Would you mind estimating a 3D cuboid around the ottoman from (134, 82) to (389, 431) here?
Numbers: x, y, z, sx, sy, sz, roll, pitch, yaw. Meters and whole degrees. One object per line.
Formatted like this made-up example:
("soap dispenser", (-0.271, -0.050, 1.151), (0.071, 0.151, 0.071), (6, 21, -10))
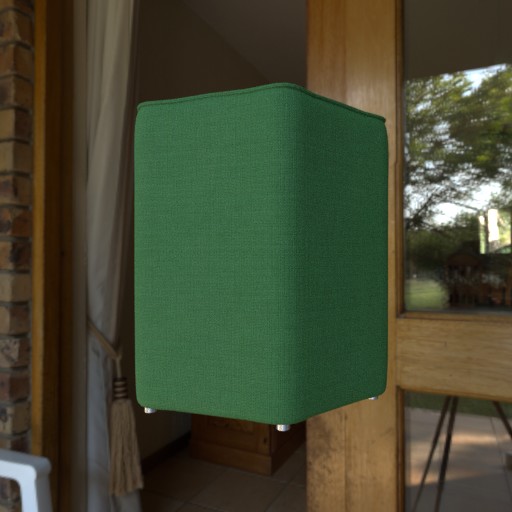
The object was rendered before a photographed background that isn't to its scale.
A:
("ottoman", (0.000, 0.000, 0.866), (0.499, 0.507, 0.444), (0, -1, 20))
